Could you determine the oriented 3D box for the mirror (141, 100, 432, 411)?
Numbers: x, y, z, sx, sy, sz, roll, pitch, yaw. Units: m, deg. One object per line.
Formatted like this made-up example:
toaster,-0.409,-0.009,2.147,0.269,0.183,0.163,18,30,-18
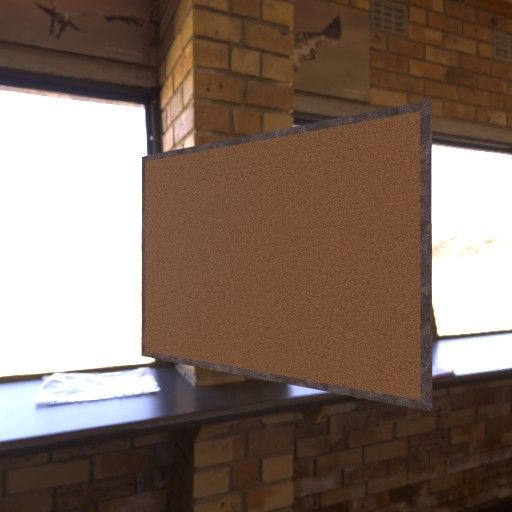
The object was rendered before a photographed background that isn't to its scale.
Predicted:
mirror,0.000,0.000,1.457,1.101,0.795,0.022,0,0,35
